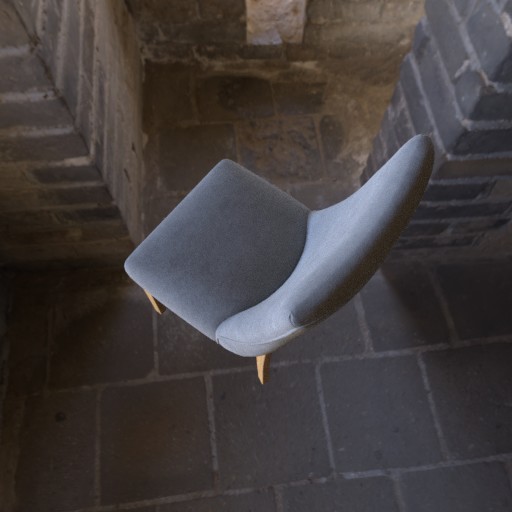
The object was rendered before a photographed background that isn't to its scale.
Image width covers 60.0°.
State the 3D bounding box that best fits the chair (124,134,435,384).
[{"bbox_3d":[0.000,0.000,1.235,0.610,0.902,0.495,34,69,15],"label":"chair"}]
